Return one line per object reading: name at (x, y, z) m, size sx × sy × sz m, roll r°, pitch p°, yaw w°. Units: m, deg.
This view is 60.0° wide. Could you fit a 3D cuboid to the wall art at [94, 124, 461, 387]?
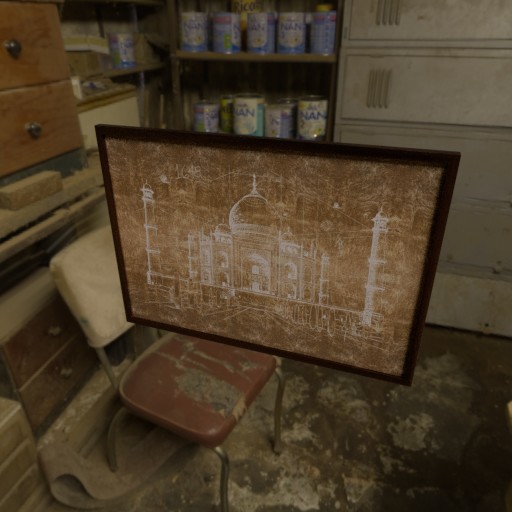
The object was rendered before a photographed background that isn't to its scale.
wall art at (0.000, 0.000, 0.573) m, size 0.431 × 0.304 × 0.012 m, roll 9°, pitch 29°, yaw 17°
